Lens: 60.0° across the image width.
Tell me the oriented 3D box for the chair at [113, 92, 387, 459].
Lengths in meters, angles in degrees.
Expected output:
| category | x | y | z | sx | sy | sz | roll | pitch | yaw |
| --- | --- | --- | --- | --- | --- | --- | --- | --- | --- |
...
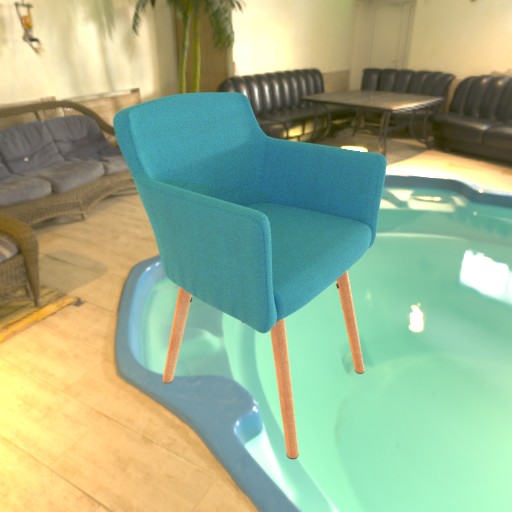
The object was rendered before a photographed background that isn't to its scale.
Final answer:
| category | x | y | z | sx | sy | sz | roll | pitch | yaw |
| --- | --- | --- | --- | --- | --- | --- | --- | --- | --- |
| chair | 0.000 | 0.000 | 1.179 | 0.540 | 0.780 | 0.570 | 18 | 32 | 32 |
